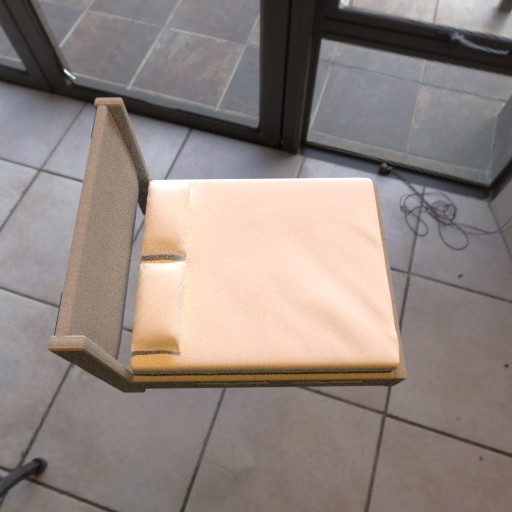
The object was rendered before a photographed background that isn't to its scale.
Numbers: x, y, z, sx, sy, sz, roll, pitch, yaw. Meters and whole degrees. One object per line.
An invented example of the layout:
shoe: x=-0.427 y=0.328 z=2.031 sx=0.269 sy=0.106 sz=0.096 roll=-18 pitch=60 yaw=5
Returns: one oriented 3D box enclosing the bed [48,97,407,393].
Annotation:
bed: x=0.000 y=0.000 z=3.376 sx=2.222 sy=1.491 sz=1.774 roll=-1 pitch=65 yaw=0
